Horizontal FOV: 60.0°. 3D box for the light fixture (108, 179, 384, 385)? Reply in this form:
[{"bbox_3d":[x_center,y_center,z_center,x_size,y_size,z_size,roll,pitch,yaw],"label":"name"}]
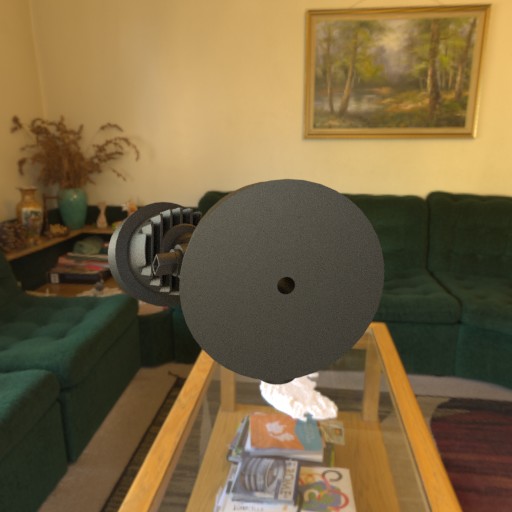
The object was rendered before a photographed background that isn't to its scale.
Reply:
[{"bbox_3d":[0.000,0.000,0.310,0.213,0.120,0.168,-3,15,-10],"label":"light fixture"}]
